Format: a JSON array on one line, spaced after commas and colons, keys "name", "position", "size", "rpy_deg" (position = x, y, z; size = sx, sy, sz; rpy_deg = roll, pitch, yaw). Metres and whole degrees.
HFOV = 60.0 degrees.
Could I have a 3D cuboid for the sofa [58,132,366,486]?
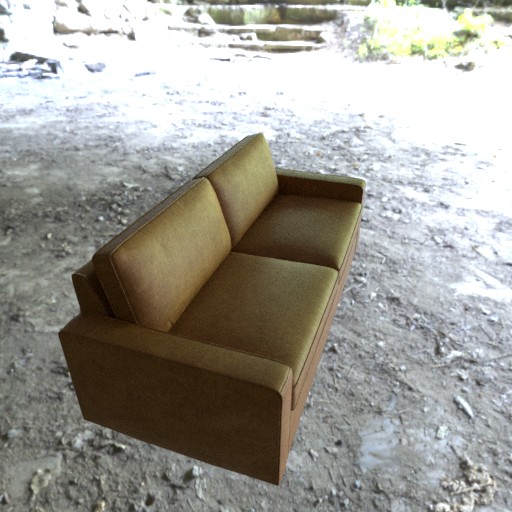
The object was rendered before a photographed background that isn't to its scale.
[{"name": "sofa", "position": [0.000, 0.000, 2.583], "size": [0.991, 0.928, 2.156], "rpy_deg": [11, 33, 17]}]
